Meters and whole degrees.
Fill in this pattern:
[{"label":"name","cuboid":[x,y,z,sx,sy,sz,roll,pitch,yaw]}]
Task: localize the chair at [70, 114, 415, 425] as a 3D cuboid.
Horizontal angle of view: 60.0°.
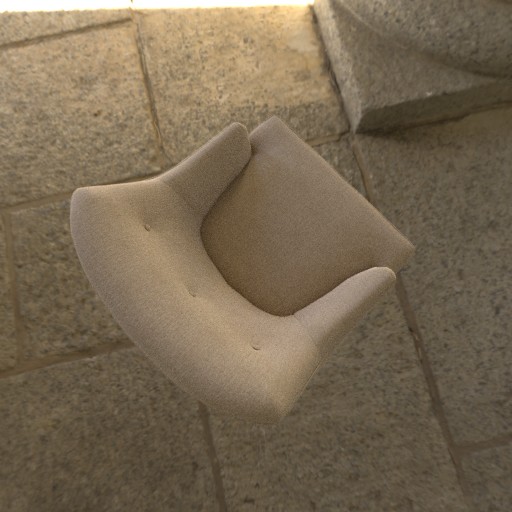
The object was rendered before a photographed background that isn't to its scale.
[{"label":"chair","cuboid":[0.000,0.000,1.606,0.923,0.856,0.864,-42,79,-10]}]
